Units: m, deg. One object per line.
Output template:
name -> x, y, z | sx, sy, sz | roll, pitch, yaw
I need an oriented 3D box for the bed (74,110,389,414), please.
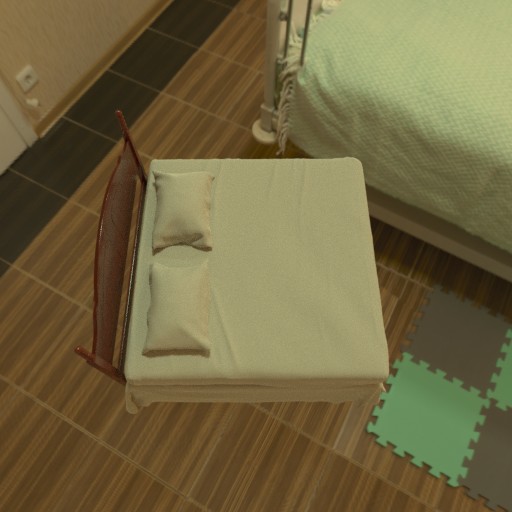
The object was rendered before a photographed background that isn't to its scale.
bed -> 0.000, 0.000, 3.654 | 2.219, 1.355, 2.322 | 0, 65, 0
